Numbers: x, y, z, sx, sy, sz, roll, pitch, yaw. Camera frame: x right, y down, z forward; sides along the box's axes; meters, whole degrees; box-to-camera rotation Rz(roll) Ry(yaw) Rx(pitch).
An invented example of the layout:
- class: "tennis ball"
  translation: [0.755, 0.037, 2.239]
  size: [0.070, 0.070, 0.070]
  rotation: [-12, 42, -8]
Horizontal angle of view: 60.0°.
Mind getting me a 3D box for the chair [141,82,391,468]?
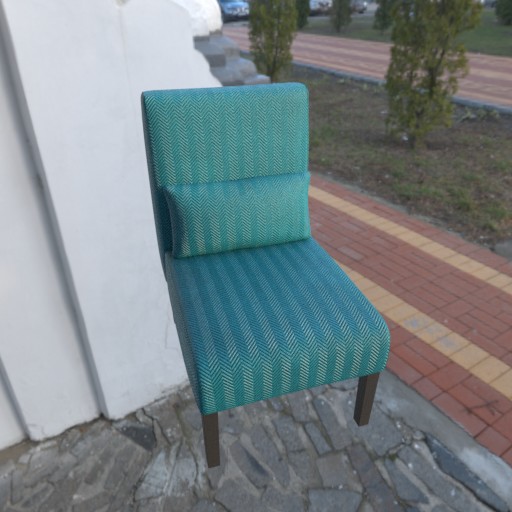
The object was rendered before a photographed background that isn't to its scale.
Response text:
- class: "chair"
  translation: [0.000, 0.000, 1.439]
  size: [0.579, 0.927, 0.808]
  rotation: [-9, 32, -15]
